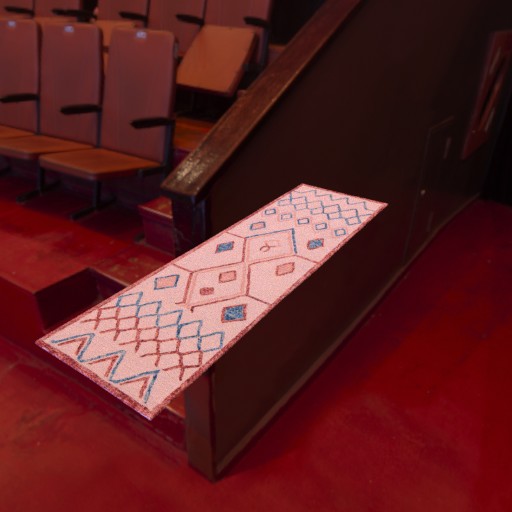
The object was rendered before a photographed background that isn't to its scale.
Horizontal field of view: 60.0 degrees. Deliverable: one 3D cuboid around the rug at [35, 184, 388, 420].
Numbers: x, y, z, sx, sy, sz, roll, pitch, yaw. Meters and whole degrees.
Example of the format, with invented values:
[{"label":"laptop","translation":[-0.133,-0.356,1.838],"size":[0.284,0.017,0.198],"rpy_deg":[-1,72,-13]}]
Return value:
[{"label":"rug","translation":[0.000,0.000,2.687],"size":[0.750,0.011,2.435],"rpy_deg":[19,35,30]}]
